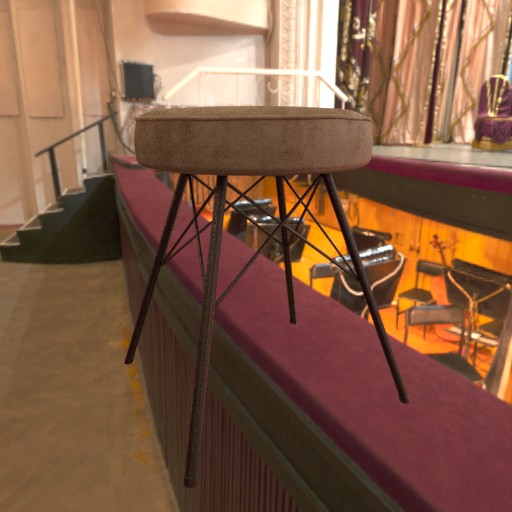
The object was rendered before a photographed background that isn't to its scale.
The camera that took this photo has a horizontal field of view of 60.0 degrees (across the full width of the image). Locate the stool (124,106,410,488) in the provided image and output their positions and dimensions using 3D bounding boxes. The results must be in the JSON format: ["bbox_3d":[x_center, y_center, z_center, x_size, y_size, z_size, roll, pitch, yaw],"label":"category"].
[{"bbox_3d":[0.000,0.000,0.851,0.457,0.538,0.423,-9,19,-27],"label":"stool"}]
